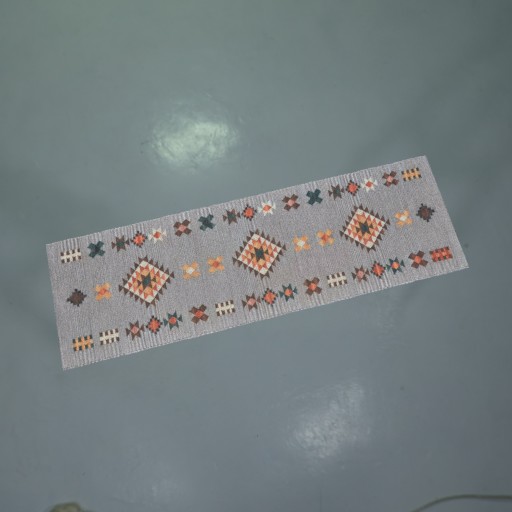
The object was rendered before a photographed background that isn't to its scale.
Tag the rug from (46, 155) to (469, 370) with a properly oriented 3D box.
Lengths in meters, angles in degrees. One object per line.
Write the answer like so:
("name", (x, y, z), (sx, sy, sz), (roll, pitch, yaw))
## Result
("rug", (0.000, 0.000, 2.668), (2.432, 0.008, 0.766), (-14, 75, -4))
